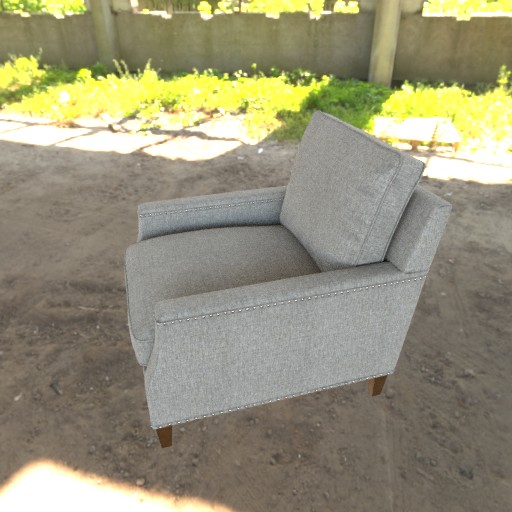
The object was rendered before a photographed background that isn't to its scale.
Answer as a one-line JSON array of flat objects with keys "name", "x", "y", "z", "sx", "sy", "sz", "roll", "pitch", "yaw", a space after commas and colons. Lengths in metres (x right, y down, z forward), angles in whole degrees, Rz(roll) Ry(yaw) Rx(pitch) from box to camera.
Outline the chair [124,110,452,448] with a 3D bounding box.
[{"name": "chair", "x": 0.000, "y": 0.000, "z": 1.738, "sx": 1.014, "sy": 0.943, "sz": 0.853, "roll": -8, "pitch": 31, "yaw": -14}]
